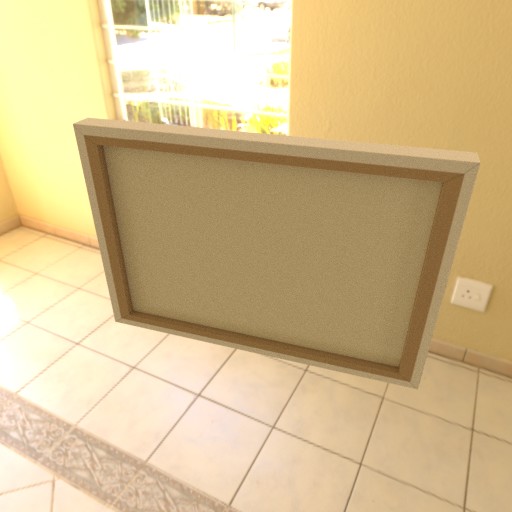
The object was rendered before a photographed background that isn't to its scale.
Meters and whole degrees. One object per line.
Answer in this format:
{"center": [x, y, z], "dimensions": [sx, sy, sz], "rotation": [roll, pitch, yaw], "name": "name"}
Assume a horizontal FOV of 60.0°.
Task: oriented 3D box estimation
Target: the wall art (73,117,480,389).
{"center": [0.000, 0.000, 0.763], "dimensions": [0.608, 0.414, 0.042], "rotation": [9, 33, 15], "name": "wall art"}
